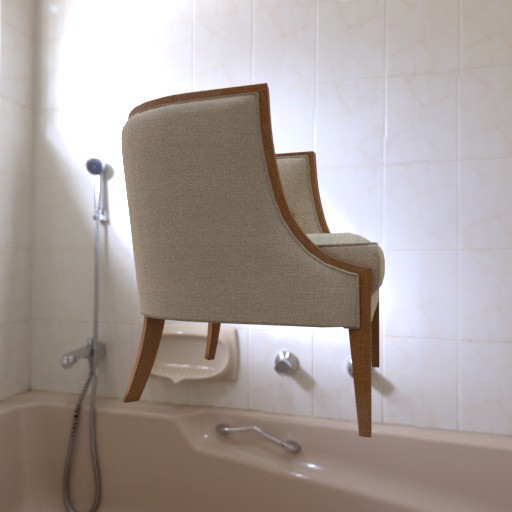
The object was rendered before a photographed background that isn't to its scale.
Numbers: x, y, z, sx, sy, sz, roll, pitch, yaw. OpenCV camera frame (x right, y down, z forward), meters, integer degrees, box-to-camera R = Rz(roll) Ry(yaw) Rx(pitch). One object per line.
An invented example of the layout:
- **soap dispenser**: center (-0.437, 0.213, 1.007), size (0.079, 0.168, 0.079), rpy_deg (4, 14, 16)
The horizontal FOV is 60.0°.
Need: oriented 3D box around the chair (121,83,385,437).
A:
- **chair**: center (0.000, 0.000, 1.361), size (0.757, 0.775, 0.711), rpy_deg (0, -1, 17)
